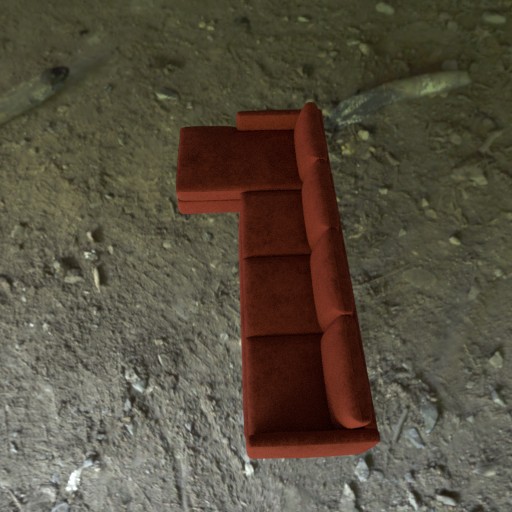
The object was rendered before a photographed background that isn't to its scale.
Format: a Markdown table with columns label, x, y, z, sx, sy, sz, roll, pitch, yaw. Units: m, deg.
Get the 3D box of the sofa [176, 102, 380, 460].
| label | x | y | z | sx | sy | sz | roll | pitch | yaw |
| --- | --- | --- | --- | --- | --- | --- | --- | --- | --- |
| sofa | 0.000 | 0.000 | 2.948 | 1.136 | 0.663 | 2.467 | -2 | 59 | -1 |
